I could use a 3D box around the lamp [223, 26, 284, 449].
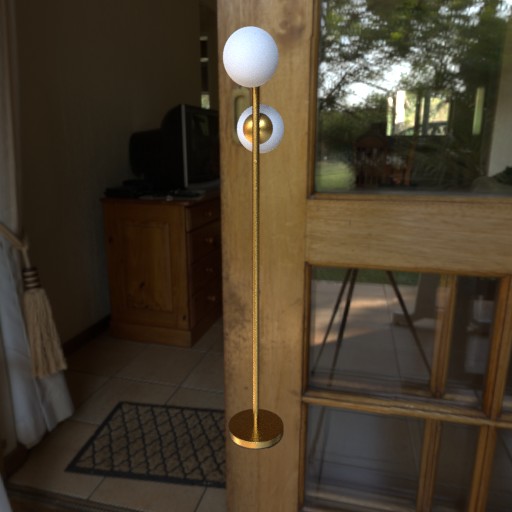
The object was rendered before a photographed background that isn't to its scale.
[{"bbox_3d":[0.000,0.000,1.799,0.249,1.641,0.419,2,14,9],"label":"lamp"}]
